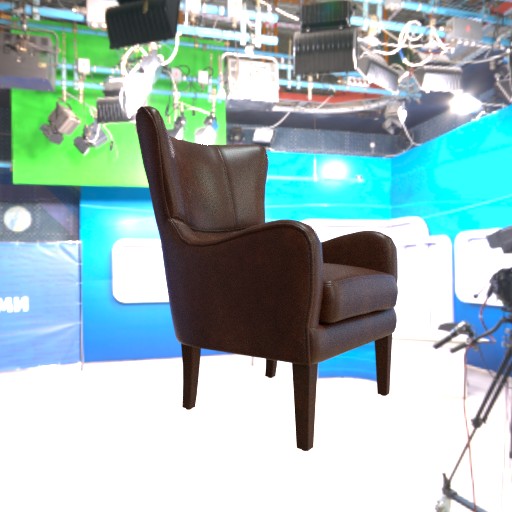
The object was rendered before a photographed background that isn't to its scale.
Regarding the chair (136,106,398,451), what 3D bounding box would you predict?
[{"bbox_3d":[0.000,0.000,1.658,0.914,1.048,0.692,0,0,36],"label":"chair"}]
